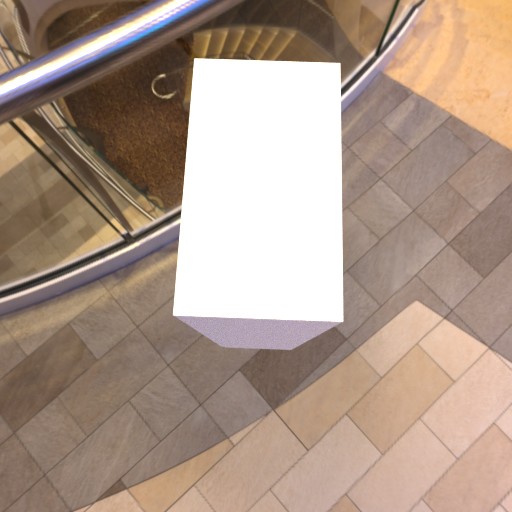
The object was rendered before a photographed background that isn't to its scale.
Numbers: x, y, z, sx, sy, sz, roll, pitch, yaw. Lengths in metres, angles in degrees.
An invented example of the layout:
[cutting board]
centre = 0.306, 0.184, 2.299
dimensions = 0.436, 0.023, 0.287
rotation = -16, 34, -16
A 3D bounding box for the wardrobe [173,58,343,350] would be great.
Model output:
[wardrobe]
centre = 0.000, 0.000, 2.041
dimensions = 0.470, 1.700, 0.760
rotation = 2, 76, 1
